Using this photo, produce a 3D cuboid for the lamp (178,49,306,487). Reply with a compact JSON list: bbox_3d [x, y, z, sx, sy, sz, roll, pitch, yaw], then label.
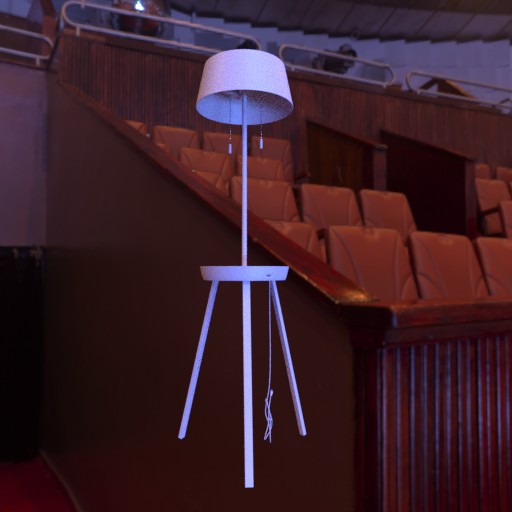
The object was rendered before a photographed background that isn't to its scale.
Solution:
[{"bbox_3d":[0.000,0.000,1.679,0.468,1.429,0.508,1,-2,-35],"label":"lamp"}]
